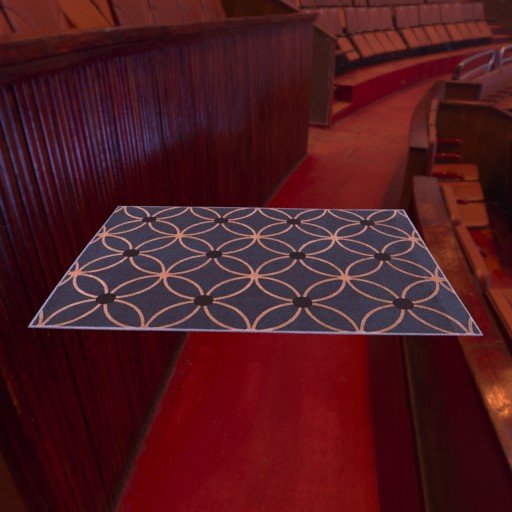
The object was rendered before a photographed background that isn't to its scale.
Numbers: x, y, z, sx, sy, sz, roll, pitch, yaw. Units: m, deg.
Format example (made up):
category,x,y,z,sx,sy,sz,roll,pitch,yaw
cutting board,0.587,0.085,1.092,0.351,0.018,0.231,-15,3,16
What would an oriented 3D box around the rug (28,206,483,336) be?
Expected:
category,x,y,z,sx,sy,sz,roll,pitch,yaw
rug,0.000,0.000,2.866,2.284,0.008,1.522,1,30,1
